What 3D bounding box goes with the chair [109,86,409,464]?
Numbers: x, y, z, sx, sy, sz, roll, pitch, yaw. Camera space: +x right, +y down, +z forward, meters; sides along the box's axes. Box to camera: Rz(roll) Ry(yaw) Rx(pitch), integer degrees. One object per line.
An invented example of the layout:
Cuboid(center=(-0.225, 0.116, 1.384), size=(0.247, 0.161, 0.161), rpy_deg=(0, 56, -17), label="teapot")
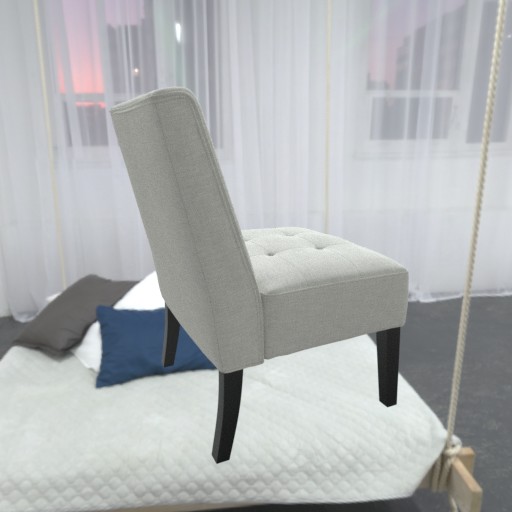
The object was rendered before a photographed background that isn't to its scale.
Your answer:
Cuboid(center=(0.000, 0.000, 1.276), size=(0.676, 0.853, 0.569), rpy_deg=(-7, 17, -24), label="chair")
